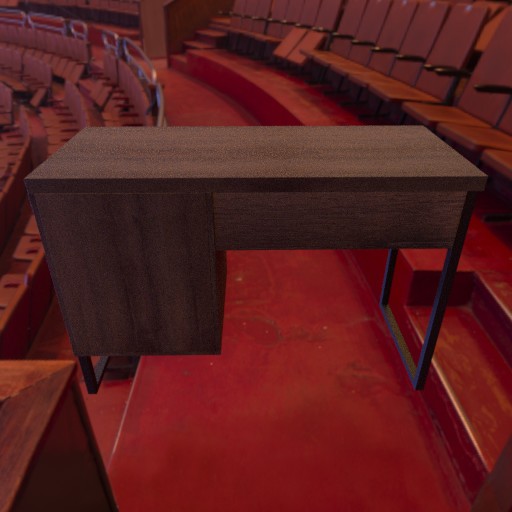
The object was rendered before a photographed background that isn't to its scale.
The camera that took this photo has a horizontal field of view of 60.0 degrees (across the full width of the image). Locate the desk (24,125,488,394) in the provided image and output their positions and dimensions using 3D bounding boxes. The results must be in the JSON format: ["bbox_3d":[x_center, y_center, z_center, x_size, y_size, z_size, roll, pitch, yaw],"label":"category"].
[{"bbox_3d":[0.000,0.000,1.493,1.134,0.752,0.511,0,31,-1],"label":"desk"}]
